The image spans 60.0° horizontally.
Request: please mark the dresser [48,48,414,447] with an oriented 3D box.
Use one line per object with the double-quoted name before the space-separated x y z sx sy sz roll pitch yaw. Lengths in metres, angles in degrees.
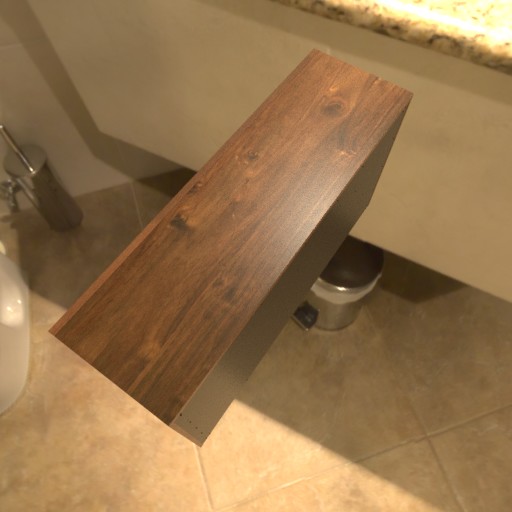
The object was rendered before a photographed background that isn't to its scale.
"dresser" 0.000 0.000 1.811 0.446 0.873 1.400 32 67 15
